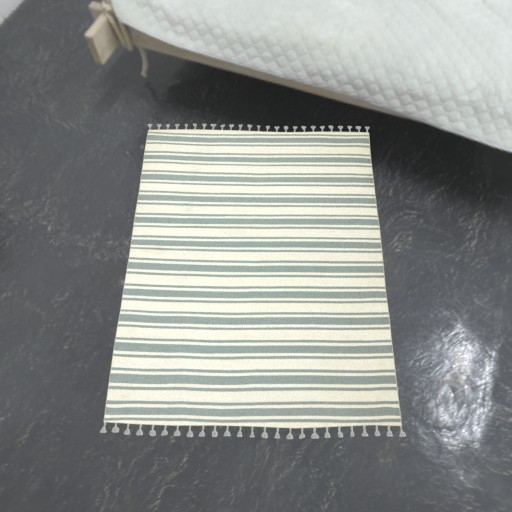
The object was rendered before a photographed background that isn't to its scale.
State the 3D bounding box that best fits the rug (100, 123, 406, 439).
[{"bbox_3d":[0.000,0.000,4.198,2.439,0.005,3.201,1,65,0],"label":"rug"}]
